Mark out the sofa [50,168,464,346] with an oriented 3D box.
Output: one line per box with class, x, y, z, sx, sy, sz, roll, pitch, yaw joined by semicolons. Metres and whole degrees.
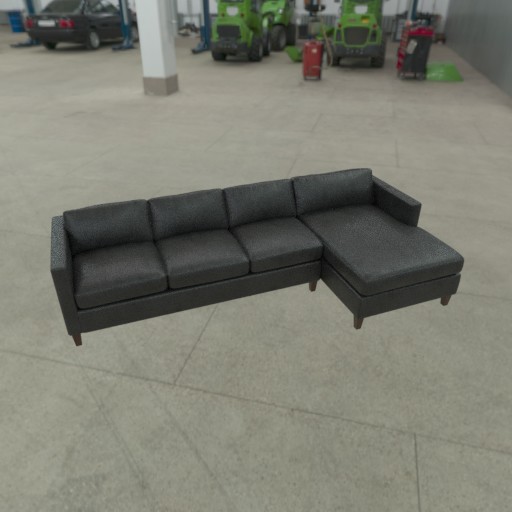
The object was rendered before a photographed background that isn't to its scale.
sofa;0.000;0.000;3.861;3.203;0.883;1.581;-11;32;-18
